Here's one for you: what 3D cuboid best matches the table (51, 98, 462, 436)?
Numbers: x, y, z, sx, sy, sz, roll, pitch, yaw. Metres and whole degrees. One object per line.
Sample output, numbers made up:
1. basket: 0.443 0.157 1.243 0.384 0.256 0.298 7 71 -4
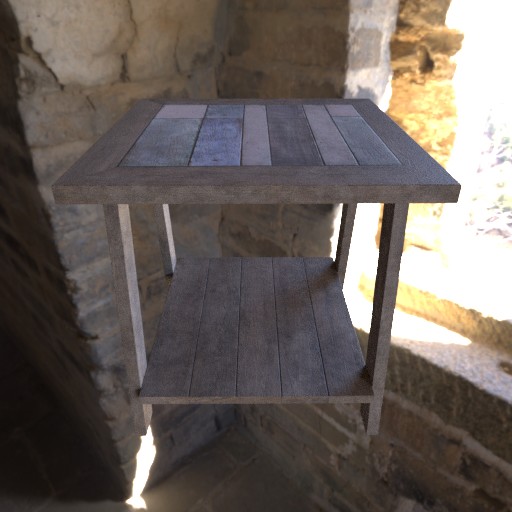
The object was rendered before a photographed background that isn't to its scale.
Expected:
1. table: 0.000 0.000 1.074 0.610 0.610 0.610 0 31 0
